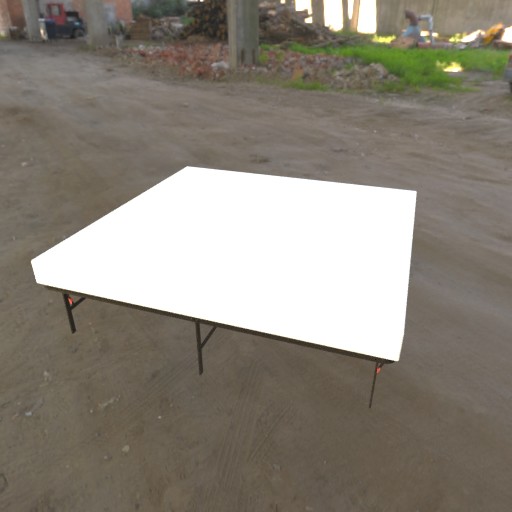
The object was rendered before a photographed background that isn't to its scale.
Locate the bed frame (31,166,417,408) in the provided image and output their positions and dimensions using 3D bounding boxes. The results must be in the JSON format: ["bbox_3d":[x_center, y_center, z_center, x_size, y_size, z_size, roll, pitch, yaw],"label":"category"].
[{"bbox_3d":[0.000,0.000,3.149,2.032,0.559,1.930,9,30,17],"label":"bed frame"}]
